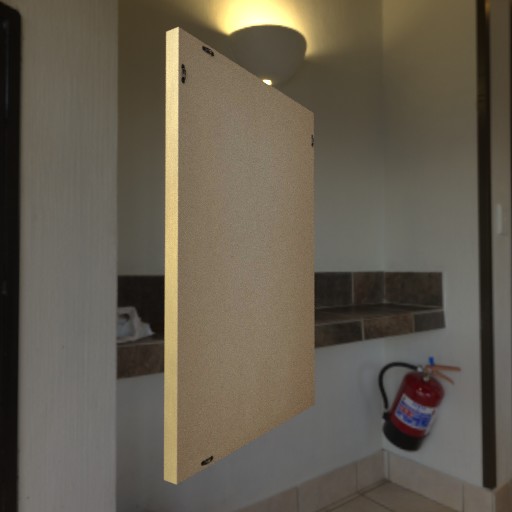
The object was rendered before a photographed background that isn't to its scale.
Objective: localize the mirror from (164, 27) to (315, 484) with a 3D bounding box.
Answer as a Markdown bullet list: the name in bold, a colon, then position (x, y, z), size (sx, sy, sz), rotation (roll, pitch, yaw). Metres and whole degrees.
- **mirror**: position (0.000, 0.000, 1.146), size (0.040, 0.915, 0.609), rotation (-1, -2, 34)
